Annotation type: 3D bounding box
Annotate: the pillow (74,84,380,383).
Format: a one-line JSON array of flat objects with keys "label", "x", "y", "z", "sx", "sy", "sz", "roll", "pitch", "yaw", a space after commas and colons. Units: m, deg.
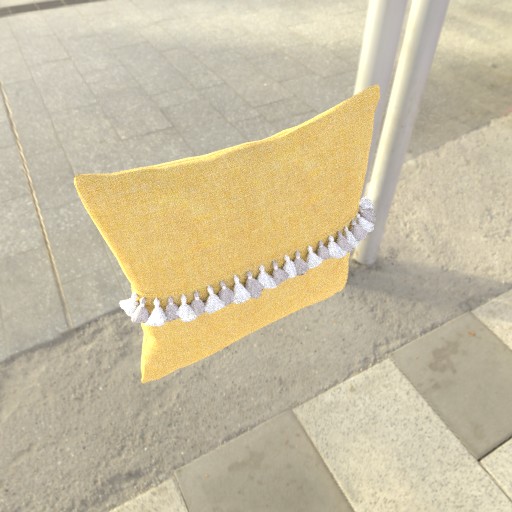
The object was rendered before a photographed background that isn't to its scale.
[{"label": "pillow", "x": 0.000, "y": 0.000, "z": 0.753, "sx": 0.485, "sy": 0.481, "sz": 0.167, "roll": -23, "pitch": 50, "yaw": -21}]
